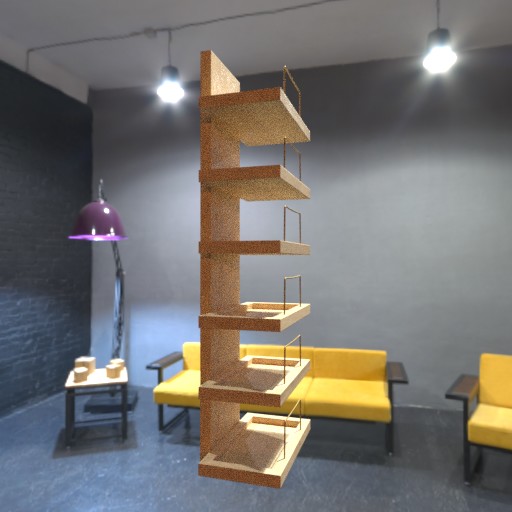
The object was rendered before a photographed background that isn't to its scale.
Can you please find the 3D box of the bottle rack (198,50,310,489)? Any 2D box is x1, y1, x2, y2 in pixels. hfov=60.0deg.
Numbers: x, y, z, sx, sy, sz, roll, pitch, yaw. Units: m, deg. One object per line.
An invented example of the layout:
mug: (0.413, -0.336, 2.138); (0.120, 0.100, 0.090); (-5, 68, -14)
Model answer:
bottle rack: (0.000, 0.000, 1.083); (0.206, 0.943, 0.330); (0, -1, 17)
